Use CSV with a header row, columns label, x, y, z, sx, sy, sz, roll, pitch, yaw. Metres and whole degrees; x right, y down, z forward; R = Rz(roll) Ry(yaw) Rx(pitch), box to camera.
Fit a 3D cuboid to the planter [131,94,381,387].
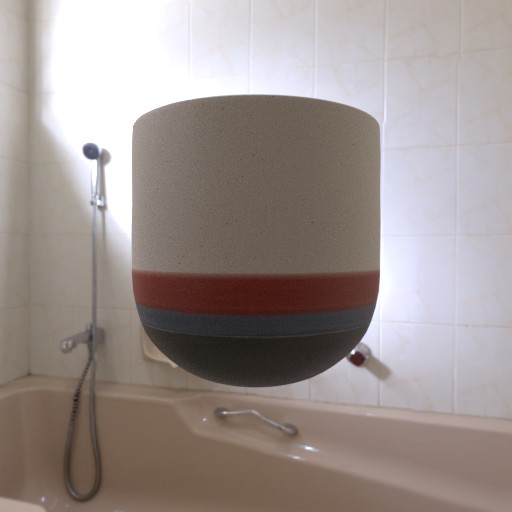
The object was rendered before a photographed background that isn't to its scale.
label,x,y,z,sx,sy,sz,roll,pitch,yaw
planter,0.000,0.000,0.496,0.268,0.270,0.268,0,1,0
